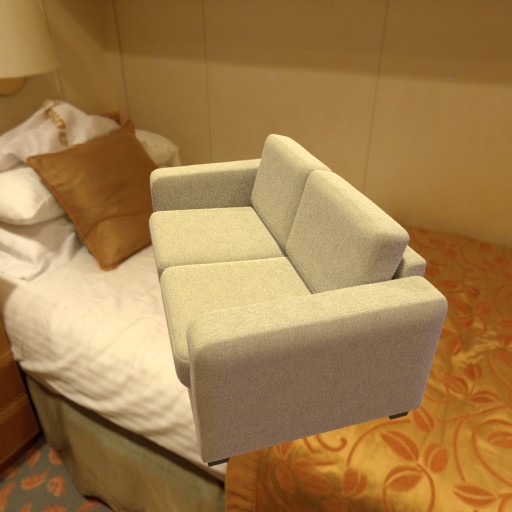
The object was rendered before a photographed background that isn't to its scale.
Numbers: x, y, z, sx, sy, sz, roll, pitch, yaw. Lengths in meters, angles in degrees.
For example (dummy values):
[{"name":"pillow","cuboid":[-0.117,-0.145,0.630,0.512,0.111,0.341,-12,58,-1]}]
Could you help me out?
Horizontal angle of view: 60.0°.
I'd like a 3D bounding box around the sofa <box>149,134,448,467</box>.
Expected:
[{"name":"sofa","cuboid":[0.000,0.000,2.060,0.900,0.800,1.540,-8,32,-14]}]
